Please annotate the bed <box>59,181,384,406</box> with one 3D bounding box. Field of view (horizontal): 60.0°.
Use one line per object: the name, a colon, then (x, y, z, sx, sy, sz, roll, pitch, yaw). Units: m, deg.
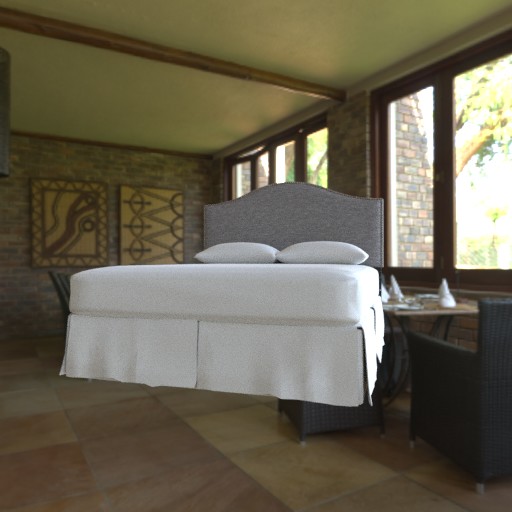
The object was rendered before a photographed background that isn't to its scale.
bed: (0.000, 0.000, 2.959, 1.610, 1.295, 1.870, 0, -1, 18)
